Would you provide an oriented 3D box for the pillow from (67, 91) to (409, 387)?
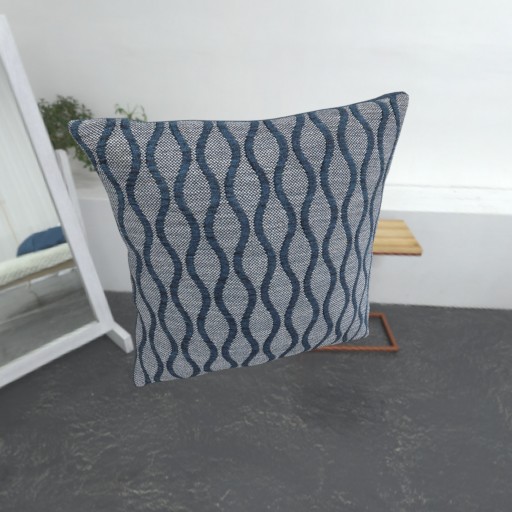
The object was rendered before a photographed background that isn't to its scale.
[{"bbox_3d":[0.000,0.000,0.652,0.435,0.435,0.159,-9,34,-15],"label":"pillow"}]
